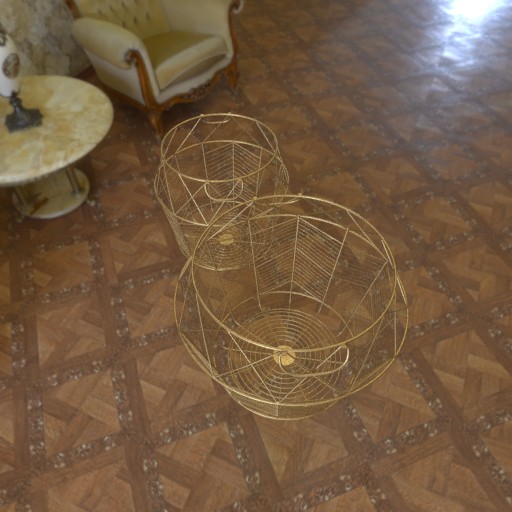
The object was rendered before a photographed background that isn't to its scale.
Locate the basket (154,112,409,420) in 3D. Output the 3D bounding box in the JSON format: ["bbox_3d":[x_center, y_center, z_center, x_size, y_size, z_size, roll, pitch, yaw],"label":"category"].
[{"bbox_3d":[0.000,0.000,1.028,0.451,0.343,0.805,-17,50,-14],"label":"basket"}]
